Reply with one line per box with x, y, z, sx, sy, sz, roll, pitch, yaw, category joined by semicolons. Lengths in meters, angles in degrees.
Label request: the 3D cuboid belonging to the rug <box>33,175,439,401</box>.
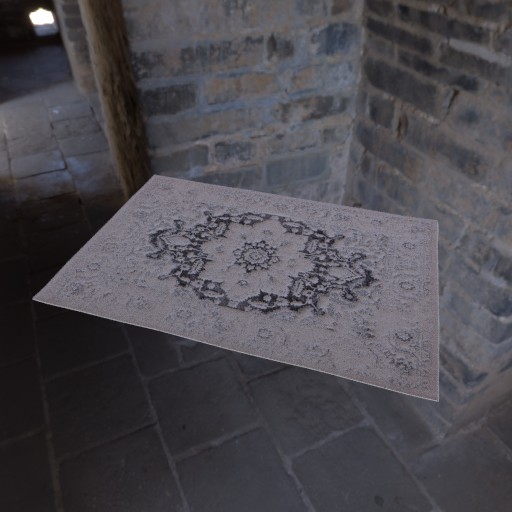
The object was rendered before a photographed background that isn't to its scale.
0.000;0.000;2.306;1.813;0.008;1.223;11;41;13;rug
